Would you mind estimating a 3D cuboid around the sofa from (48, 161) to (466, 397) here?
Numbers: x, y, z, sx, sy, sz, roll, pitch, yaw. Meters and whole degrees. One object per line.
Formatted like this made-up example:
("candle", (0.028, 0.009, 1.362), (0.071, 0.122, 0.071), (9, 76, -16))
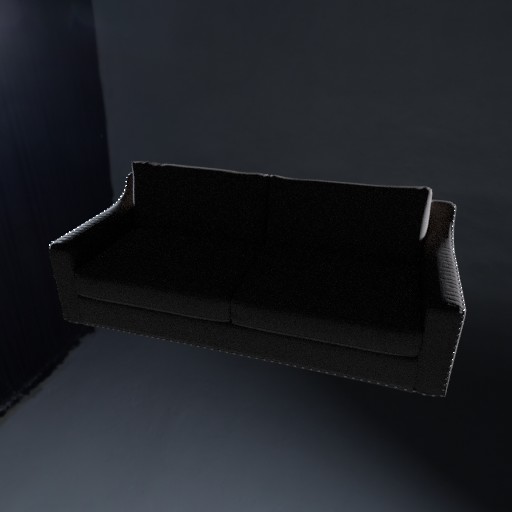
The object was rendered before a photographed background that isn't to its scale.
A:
("sofa", (0.000, 0.000, 2.660), (2.208, 0.857, 1.000), (8, 28, 15))
